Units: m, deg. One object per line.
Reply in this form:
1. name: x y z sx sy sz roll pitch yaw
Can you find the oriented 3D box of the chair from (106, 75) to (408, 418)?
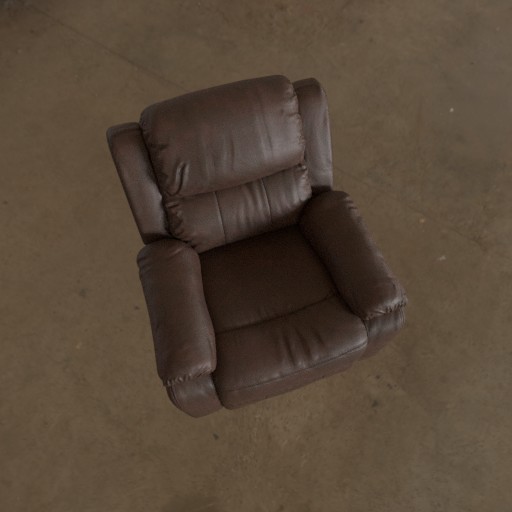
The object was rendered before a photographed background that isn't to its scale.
1. chair: 0.000 0.000 1.274 0.680 0.702 0.707 -17 64 -9
